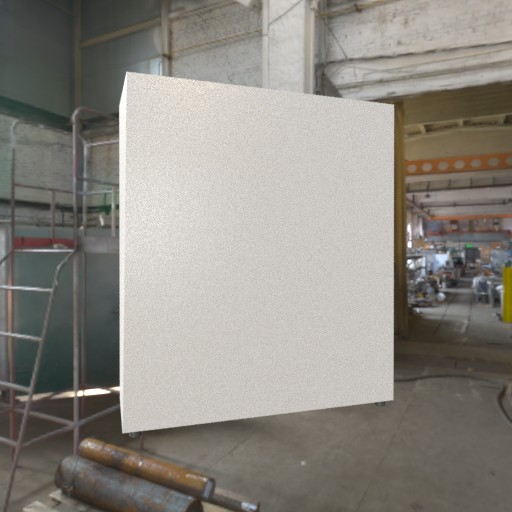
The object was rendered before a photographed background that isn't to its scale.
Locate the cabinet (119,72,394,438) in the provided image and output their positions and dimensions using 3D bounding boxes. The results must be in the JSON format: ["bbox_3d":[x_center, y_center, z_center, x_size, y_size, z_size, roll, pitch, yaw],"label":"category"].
[{"bbox_3d":[0.000,0.000,1.696,0.990,1.150,0.348,0,0,-18],"label":"cabinet"}]
